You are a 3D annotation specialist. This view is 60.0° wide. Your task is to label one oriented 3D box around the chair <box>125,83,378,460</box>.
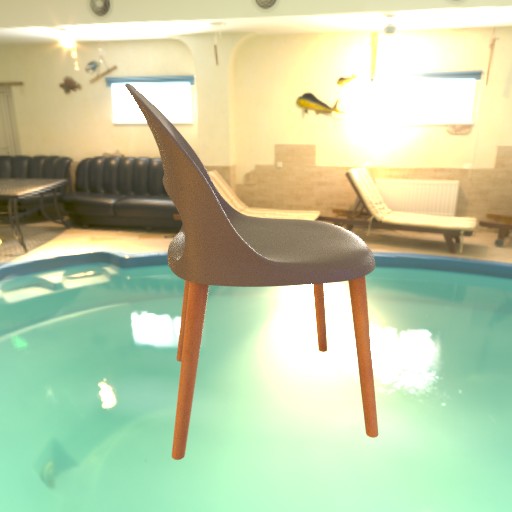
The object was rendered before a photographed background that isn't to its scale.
[{"bbox_3d":[0.000,0.000,1.107,0.556,0.795,0.470,-2,17,-8],"label":"chair"}]
